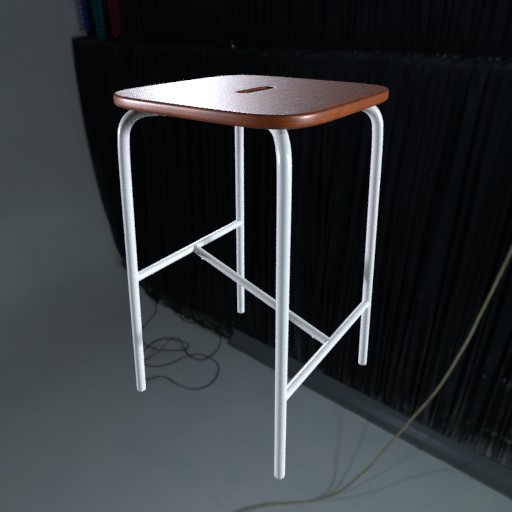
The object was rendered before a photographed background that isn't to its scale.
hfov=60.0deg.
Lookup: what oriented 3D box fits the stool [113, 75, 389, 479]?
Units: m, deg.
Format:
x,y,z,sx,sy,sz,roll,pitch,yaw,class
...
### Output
x,y,z,sx,sy,sz,roll,pitch,yaw,class
0.000,0.000,0.860,0.376,0.610,0.376,18,33,31,stool
